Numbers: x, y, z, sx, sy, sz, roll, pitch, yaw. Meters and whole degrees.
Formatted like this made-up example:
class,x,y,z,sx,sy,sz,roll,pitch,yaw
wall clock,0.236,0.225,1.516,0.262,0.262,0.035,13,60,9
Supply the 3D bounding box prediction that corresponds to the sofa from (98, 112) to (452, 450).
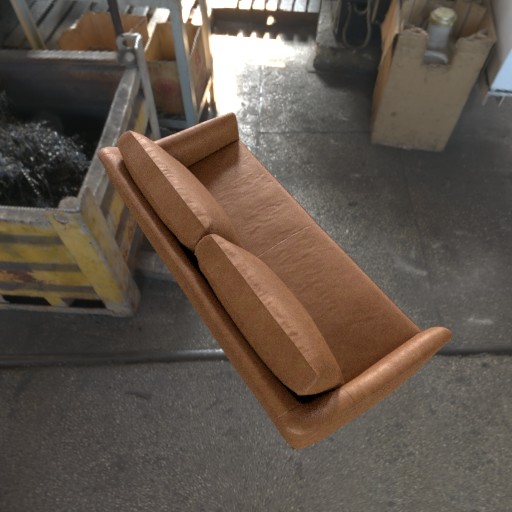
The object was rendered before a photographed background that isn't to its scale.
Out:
class,x,y,z,sx,sy,sz,roll,pitch,yaw
sofa,0.000,0.000,2.575,0.981,0.945,2.036,-30,62,-18
